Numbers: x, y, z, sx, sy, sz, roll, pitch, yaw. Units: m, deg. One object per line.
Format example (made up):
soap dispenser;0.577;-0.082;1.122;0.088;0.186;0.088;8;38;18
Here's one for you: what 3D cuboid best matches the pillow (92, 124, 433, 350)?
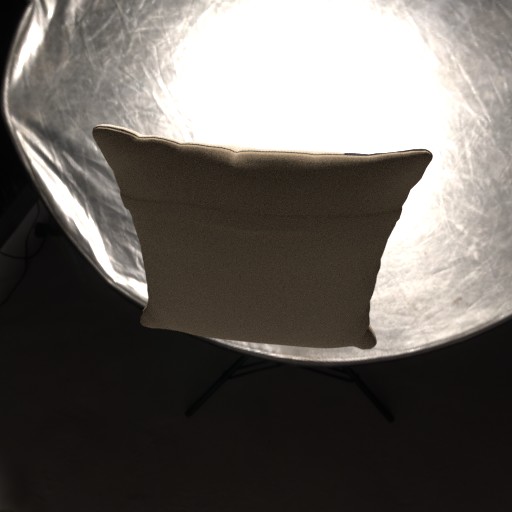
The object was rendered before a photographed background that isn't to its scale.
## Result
pillow;0.000;0.000;0.830;0.536;0.506;0.229;5;45;4
